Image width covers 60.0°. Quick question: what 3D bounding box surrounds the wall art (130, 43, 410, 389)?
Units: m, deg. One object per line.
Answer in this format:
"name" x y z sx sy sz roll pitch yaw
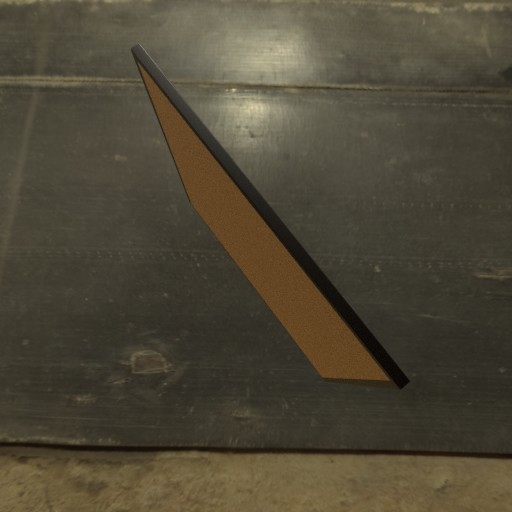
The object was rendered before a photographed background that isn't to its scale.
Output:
"wall art" 0.000 0.000 0.672 0.012 0.458 0.457 -36 78 -9
